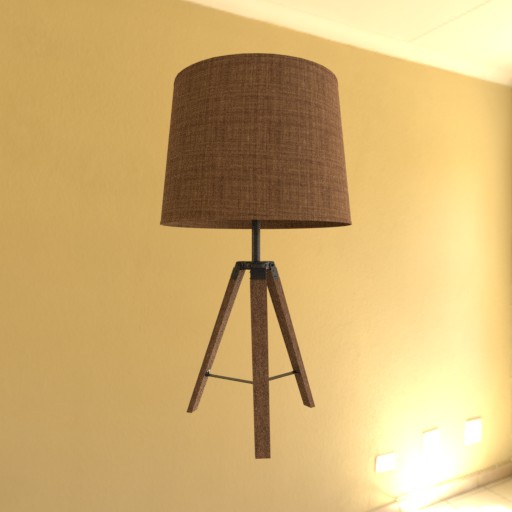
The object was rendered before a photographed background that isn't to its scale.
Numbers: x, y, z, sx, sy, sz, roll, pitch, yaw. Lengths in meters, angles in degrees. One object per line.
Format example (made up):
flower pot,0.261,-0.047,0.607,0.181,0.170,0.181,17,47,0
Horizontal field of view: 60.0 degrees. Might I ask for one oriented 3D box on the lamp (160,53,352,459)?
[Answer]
lamp,0.000,0.000,0.685,0.290,0.514,0.290,0,1,0
